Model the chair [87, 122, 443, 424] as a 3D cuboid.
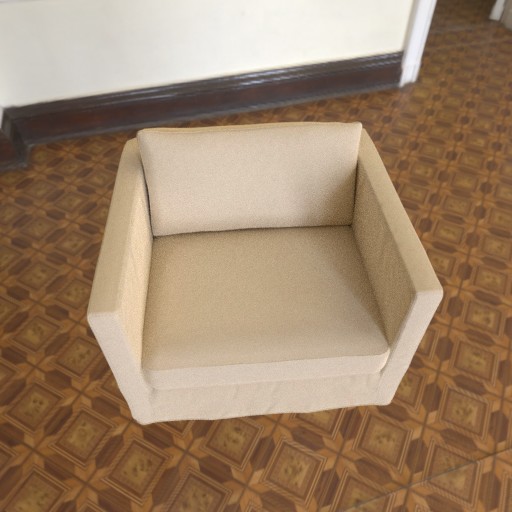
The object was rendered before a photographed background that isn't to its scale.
[{"bbox_3d":[0.000,0.000,1.757,1.057,0.851,0.947,-3,47,-3],"label":"chair"}]
